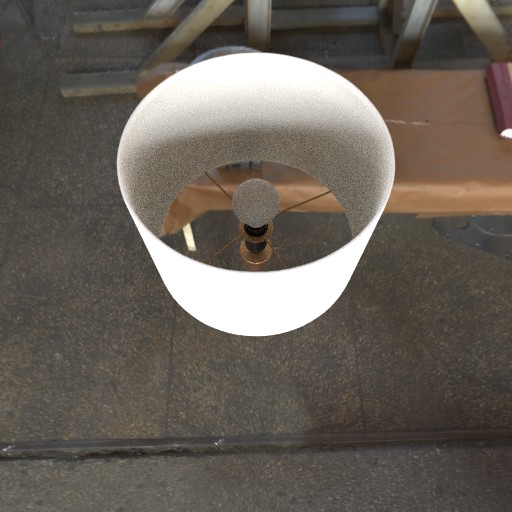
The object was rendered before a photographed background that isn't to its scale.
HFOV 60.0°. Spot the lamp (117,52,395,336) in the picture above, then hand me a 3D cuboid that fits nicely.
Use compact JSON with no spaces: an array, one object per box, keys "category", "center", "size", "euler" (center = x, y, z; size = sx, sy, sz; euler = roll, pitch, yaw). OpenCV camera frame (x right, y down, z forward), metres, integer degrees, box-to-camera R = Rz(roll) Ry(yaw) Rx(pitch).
[{"category":"lamp","center":[0.000,0.000,0.645],"size":[0.268,0.479,0.268],"euler":[-32,68,-14]}]
